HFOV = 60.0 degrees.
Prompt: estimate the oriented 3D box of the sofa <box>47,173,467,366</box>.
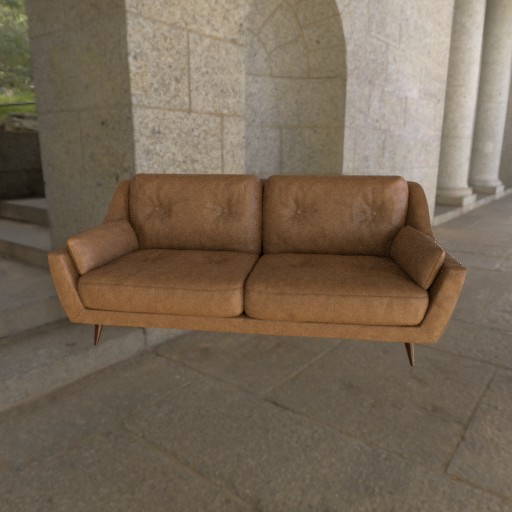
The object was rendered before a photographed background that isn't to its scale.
[{"bbox_3d":[0.000,0.000,2.402,1.902,0.839,0.904,2,14,8],"label":"sofa"}]
